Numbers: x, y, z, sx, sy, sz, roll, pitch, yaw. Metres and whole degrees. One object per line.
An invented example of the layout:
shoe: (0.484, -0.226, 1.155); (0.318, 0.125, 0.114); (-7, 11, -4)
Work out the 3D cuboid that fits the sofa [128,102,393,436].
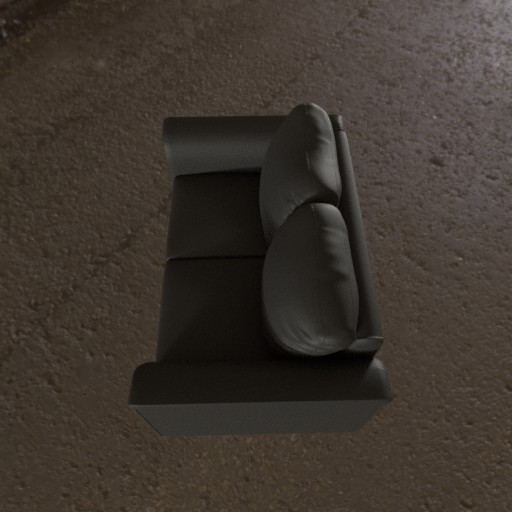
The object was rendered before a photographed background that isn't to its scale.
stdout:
sofa: (0.000, 0.000, 1.985); (0.887, 0.845, 1.386); (-1, 58, -1)
